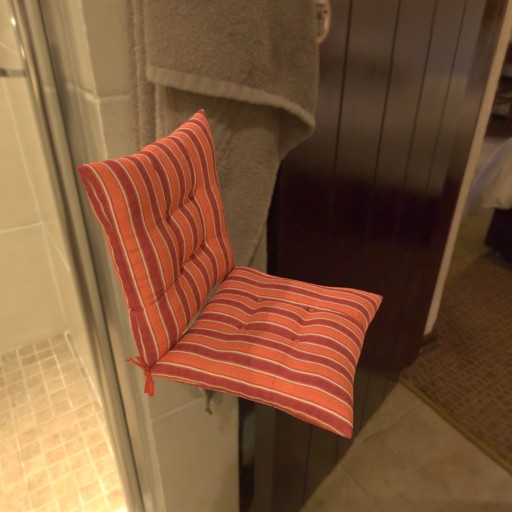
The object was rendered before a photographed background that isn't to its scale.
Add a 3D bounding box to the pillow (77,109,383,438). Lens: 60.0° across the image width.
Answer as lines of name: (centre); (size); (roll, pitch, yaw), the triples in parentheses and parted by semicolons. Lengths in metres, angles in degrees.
pillow: (0.000, 0.000, 1.038); (0.585, 0.536, 0.541); (10, 31, 18)
